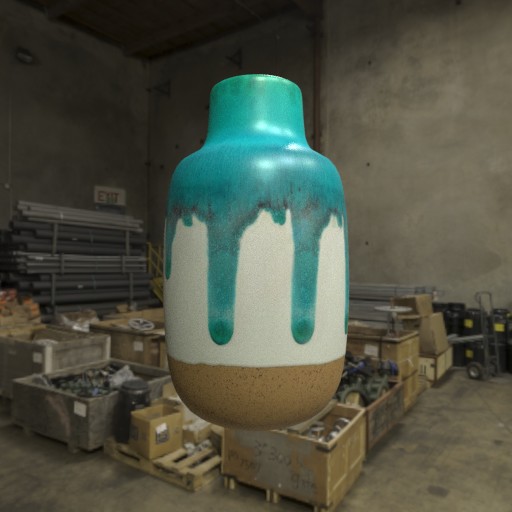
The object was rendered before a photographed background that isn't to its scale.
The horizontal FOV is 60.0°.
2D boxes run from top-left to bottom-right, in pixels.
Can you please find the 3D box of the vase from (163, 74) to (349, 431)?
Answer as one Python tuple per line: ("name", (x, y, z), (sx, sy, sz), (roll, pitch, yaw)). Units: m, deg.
("vase", (0.000, 0.000, 0.258), (0.106, 0.192, 0.106), (0, -1, 0))
